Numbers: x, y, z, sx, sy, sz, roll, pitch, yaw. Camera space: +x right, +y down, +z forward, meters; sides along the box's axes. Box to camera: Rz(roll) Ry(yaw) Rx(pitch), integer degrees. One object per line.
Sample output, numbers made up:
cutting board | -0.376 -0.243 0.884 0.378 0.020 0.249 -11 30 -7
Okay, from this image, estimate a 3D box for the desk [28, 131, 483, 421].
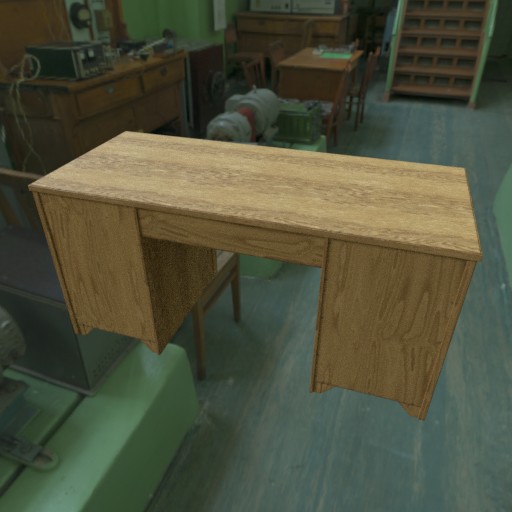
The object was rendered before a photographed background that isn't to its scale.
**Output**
desk | 0.000 0.000 1.930 1.567 0.751 0.685 10 35 15
